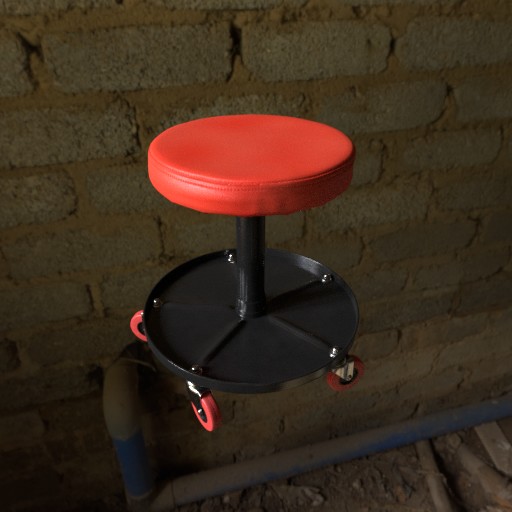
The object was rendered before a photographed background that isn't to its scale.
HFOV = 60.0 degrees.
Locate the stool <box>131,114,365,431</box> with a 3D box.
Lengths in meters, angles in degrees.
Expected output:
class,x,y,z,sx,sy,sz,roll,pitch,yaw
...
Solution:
class,x,y,z,sx,sy,sz,roll,pitch,yaw
stool,0.000,0.000,0.683,0.381,0.365,0.382,20,38,29
